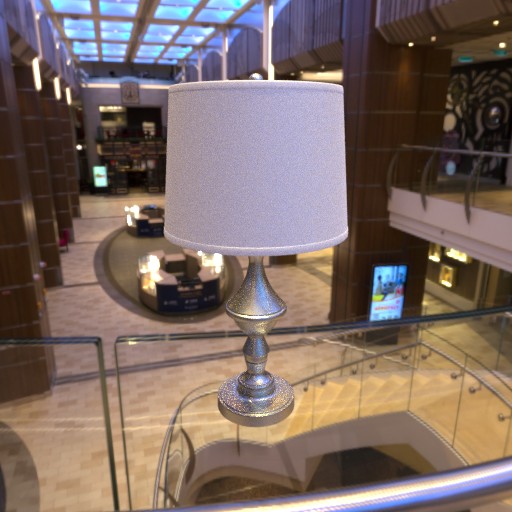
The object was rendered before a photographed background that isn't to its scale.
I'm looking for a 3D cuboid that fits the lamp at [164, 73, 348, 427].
[{"bbox_3d":[0.000,0.000,0.957,0.383,0.733,0.383,0,17,0],"label":"lamp"}]
